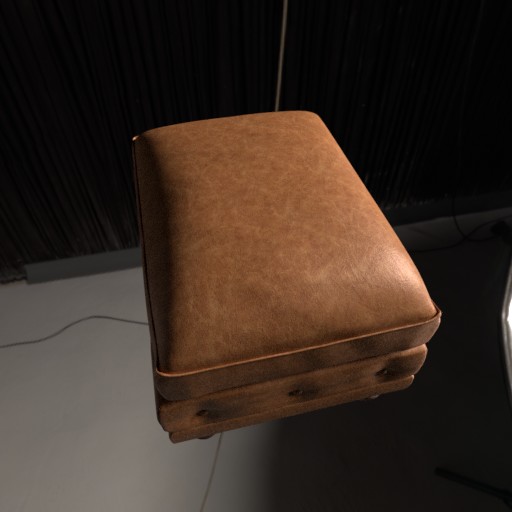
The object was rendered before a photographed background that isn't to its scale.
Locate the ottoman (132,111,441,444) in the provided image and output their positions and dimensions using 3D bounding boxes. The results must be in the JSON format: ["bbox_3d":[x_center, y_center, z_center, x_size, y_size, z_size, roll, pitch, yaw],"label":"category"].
[{"bbox_3d":[0.000,0.000,1.066,0.533,0.480,0.710,-10,48,-9],"label":"ottoman"}]
